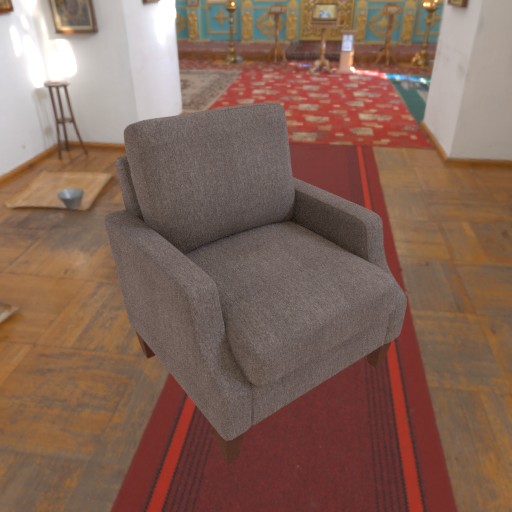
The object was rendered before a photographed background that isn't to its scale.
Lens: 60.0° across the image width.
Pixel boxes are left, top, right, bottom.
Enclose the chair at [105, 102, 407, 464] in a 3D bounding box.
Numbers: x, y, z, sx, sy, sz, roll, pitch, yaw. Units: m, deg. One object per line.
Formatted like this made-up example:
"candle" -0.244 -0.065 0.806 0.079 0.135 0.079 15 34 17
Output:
"chair" 0.000 0.000 1.690 0.855 0.993 0.897 -21 36 -31
